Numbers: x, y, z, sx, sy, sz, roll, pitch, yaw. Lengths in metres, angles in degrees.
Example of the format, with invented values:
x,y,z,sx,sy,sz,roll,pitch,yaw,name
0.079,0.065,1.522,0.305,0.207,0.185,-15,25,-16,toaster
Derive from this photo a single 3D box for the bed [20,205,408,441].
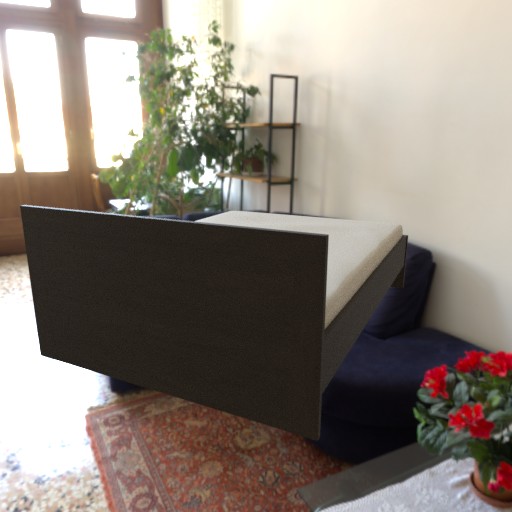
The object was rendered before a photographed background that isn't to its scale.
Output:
x,y,z,sx,sy,sz,roll,pitch,yaw,name
0.000,0.000,2.859,1.585,0.823,2.073,7,17,26,bed
